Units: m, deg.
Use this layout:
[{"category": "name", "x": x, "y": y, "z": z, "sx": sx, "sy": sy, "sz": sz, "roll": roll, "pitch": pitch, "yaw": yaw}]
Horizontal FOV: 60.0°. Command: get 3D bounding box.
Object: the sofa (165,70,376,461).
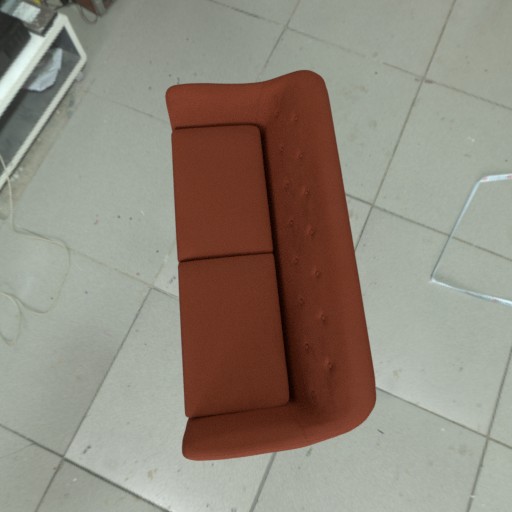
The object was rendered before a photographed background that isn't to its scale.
[{"category": "sofa", "x": 0.000, "y": 0.000, "z": 2.274, "sx": 0.820, "sy": 0.836, "sz": 1.840, "roll": -5, "pitch": 74, "yaw": -2}]
